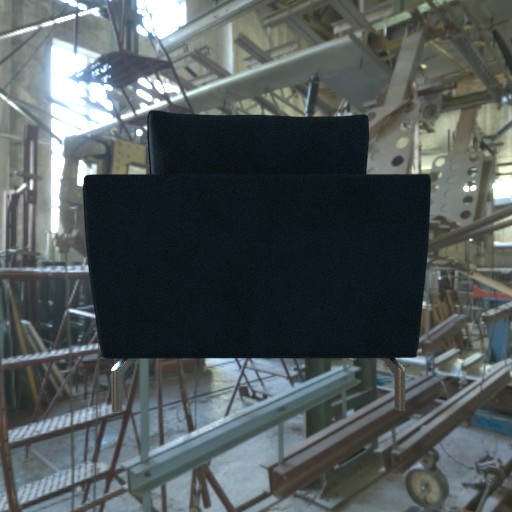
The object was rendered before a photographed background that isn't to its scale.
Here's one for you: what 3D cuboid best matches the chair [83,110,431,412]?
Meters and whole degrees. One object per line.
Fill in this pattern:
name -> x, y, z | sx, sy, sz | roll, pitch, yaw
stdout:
chair -> 0.000, 0.000, 1.584 | 0.977, 0.893, 0.746 | 0, 0, 0
